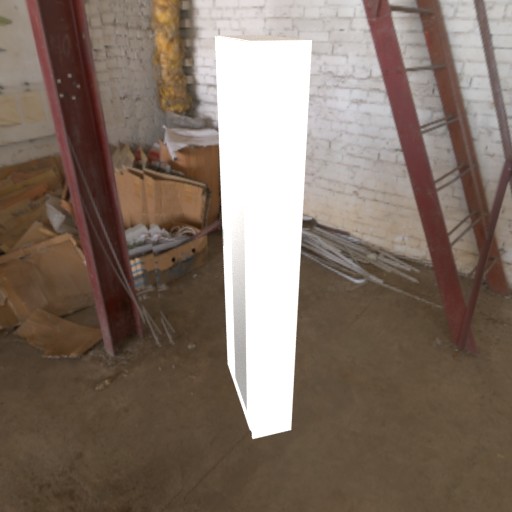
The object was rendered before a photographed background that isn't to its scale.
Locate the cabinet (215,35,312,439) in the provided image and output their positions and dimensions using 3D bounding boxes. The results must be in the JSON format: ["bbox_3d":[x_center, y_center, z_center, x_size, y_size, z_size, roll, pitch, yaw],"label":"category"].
[{"bbox_3d":[0.000,0.000,2.025,0.230,1.790,0.500,-8,29,-14],"label":"cabinet"}]
